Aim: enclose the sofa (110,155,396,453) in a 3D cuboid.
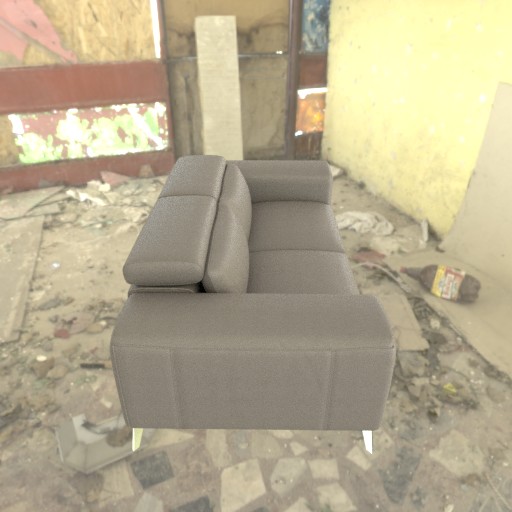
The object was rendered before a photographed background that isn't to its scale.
[{"bbox_3d":[0.000,0.000,2.432,1.024,0.753,1.930,0,31,1],"label":"sofa"}]
